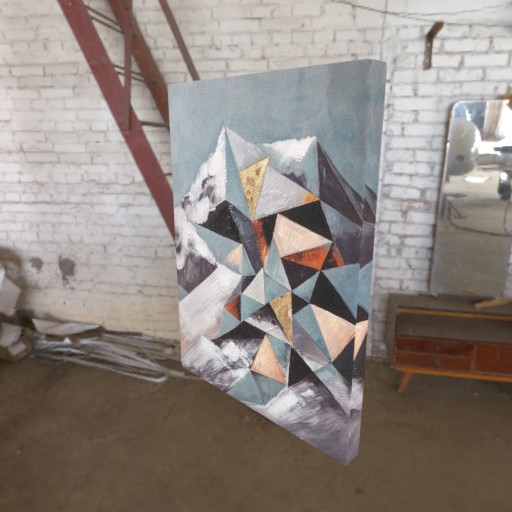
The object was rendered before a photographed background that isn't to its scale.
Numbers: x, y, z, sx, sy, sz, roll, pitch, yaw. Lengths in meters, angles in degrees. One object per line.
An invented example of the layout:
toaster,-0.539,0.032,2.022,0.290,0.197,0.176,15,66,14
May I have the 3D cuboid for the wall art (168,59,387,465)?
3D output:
wall art,0.000,0.000,0.806,0.037,0.613,0.455,-15,22,-43
